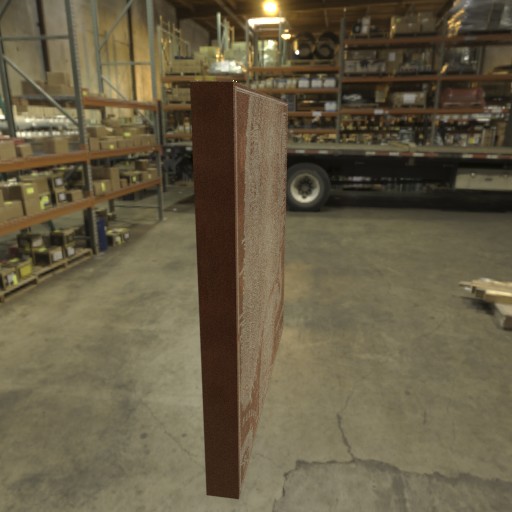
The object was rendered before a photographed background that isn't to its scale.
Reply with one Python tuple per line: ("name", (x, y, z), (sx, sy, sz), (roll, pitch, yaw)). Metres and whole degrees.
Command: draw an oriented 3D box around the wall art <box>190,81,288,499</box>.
("wall art", (0.000, 0.000, 0.590), (0.035, 0.403, 0.403), (3, 17, 9))
